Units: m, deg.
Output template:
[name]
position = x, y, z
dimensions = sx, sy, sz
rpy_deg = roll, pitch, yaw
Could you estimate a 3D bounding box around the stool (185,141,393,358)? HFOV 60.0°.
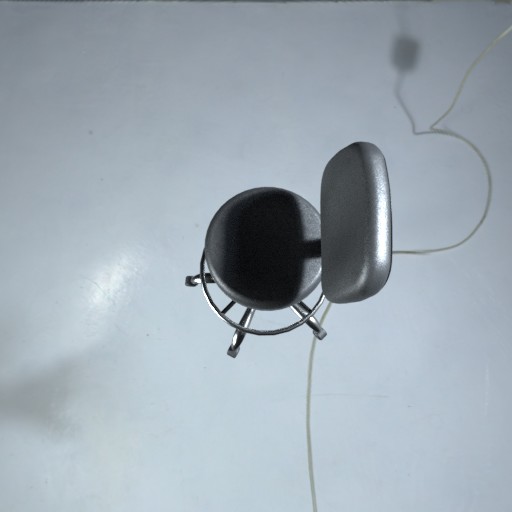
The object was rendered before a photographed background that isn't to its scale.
[stool]
position = 0.000, 0.000, 1.564
dimensions = 0.658, 1.069, 0.694
rpy_deg = 1, 76, 0
